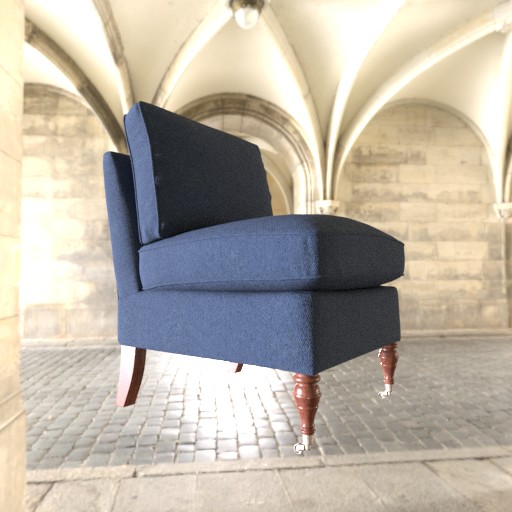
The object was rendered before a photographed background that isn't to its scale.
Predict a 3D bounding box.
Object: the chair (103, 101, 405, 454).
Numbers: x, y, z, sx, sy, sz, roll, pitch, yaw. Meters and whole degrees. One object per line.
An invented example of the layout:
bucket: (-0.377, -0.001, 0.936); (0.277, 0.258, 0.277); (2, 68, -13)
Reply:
chair: (0.000, 0.000, 1.623); (0.912, 1.052, 0.724); (-1, -2, 36)
